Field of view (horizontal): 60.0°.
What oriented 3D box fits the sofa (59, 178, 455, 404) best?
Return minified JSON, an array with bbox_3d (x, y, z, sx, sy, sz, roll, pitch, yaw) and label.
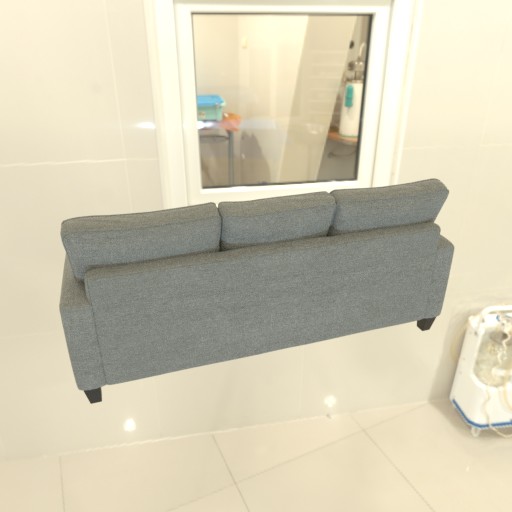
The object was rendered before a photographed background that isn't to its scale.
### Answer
[{"bbox_3d":[0.000,0.000,2.692,2.158,0.965,0.951,-8,27,-16],"label":"sofa"}]
